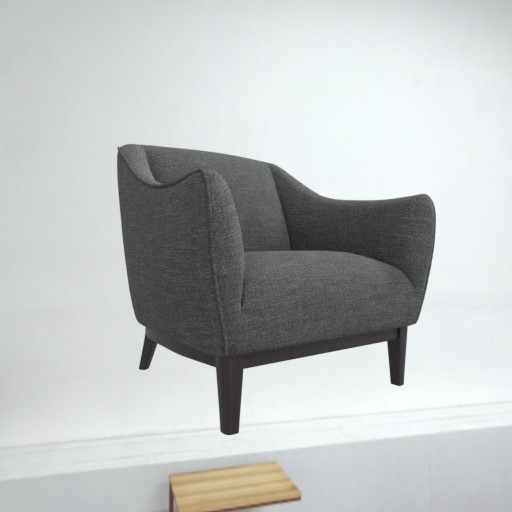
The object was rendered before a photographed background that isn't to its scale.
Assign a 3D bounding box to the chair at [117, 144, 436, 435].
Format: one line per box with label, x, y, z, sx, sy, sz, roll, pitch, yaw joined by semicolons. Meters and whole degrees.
chair;0.000;0.000;1.527;0.870;0.829;0.851;-1;2;-35
